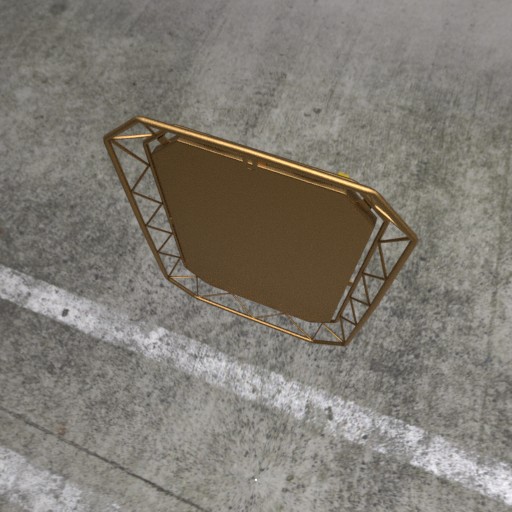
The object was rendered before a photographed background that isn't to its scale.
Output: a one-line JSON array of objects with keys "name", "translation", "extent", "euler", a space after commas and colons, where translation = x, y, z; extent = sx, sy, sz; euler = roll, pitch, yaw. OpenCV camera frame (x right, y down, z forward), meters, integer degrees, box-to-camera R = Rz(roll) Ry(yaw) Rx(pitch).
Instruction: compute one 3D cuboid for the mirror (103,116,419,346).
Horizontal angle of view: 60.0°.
[{"name": "mirror", "translation": [0.000, 0.000, 0.735], "extent": [0.417, 0.566, 0.042], "euler": [20, 65, 10]}]
